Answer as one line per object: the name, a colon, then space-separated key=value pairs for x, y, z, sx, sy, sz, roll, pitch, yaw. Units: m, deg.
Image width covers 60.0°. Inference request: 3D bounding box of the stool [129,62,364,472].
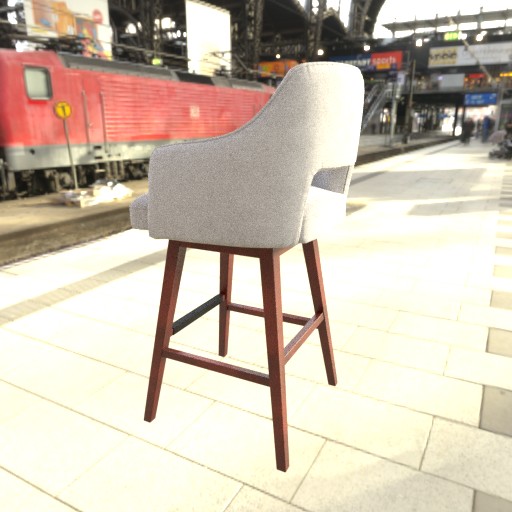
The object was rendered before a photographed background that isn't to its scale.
stool: x=0.000 y=0.000 z=1.312 sx=0.558 sy=1.012 sz=0.548 roll=8 pitch=19 yaw=25
